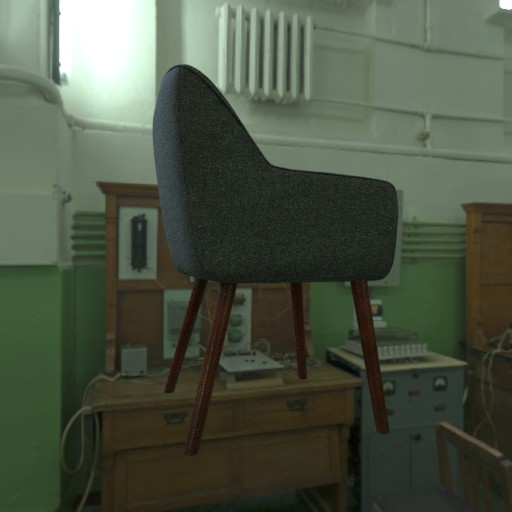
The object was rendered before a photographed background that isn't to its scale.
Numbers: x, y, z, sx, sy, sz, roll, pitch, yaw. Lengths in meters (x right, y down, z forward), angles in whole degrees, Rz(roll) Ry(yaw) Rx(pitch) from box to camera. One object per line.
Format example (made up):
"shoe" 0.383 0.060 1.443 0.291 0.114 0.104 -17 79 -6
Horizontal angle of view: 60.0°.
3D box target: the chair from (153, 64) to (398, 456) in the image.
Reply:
"chair" 0.000 0.000 1.169 0.519 0.803 0.543 0 0 -17
